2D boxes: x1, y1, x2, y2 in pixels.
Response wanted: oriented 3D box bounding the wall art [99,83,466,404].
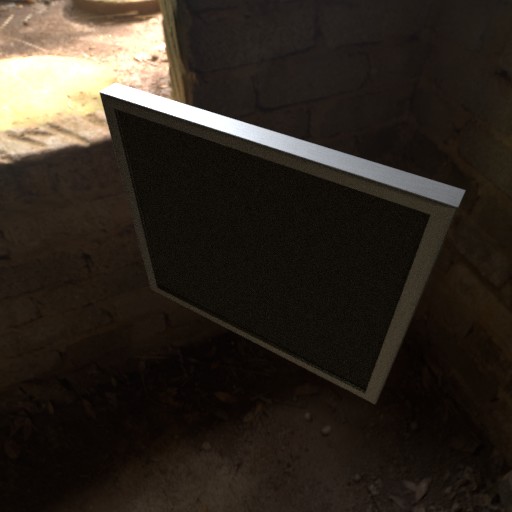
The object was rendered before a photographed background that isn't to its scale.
[{"bbox_3d":[0.000,0.000,0.536,0.380,0.330,0.028,23,50,21],"label":"wall art"}]
